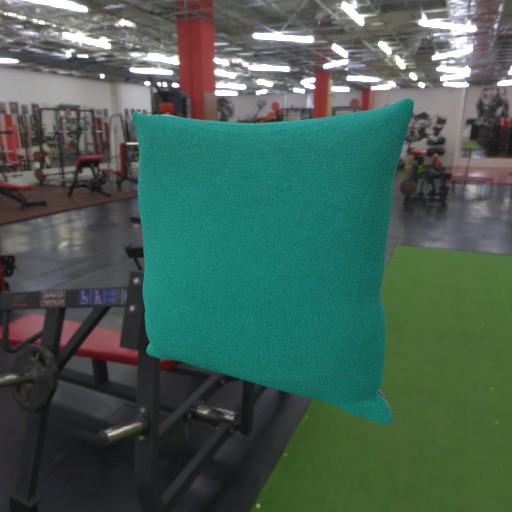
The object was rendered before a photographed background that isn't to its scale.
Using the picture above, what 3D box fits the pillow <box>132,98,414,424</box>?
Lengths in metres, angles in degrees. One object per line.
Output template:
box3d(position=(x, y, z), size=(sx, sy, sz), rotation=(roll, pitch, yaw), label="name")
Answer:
box3d(position=(0.000, 0.000, 0.673), size=(0.440, 0.441, 0.182), rotation=(8, 18, 25), label="pillow")
